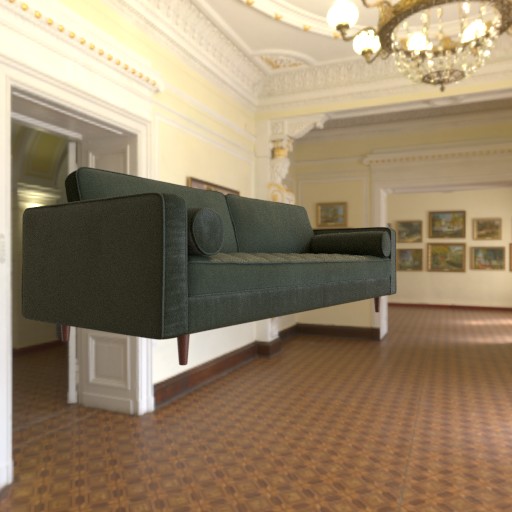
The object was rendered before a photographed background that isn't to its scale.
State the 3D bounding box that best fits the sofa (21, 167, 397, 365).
[{"bbox_3d":[0.000,0.000,2.519,0.918,0.769,2.199,0,0,36],"label":"sofa"}]
